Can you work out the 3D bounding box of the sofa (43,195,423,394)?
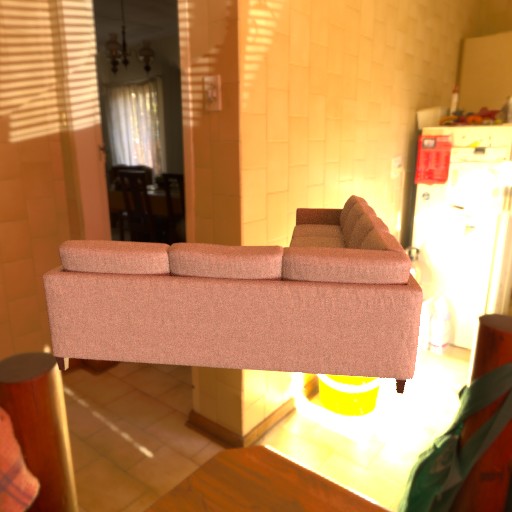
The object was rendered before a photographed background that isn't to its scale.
[{"bbox_3d":[0.000,0.000,4.445,2.522,0.934,3.333,2,15,7],"label":"sofa"}]
